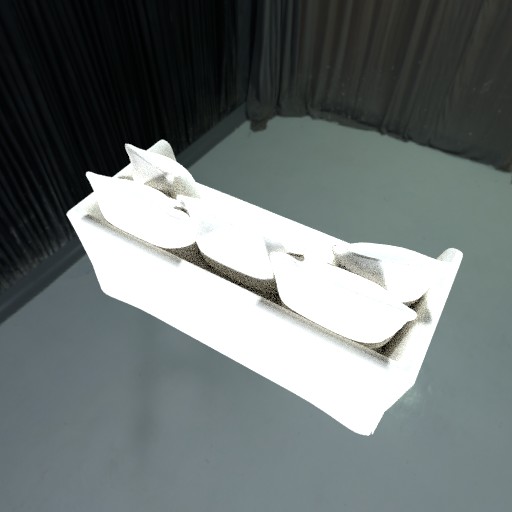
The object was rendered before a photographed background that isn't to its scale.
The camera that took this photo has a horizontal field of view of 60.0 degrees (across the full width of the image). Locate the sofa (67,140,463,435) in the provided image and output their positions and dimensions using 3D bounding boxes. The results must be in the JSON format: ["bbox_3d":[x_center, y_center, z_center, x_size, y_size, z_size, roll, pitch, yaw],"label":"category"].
[{"bbox_3d":[0.000,0.000,2.894,2.290,1.034,1.031,24,53,20],"label":"sofa"}]
